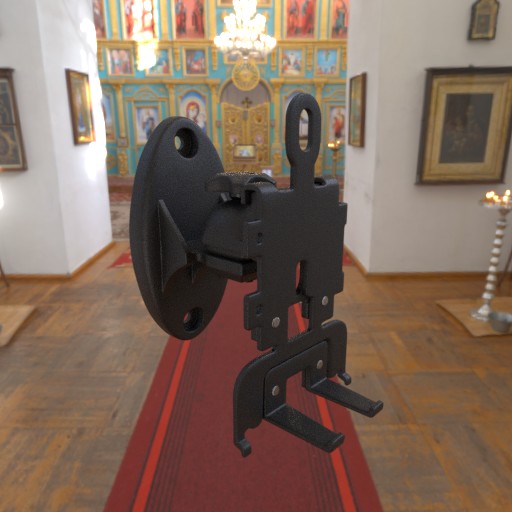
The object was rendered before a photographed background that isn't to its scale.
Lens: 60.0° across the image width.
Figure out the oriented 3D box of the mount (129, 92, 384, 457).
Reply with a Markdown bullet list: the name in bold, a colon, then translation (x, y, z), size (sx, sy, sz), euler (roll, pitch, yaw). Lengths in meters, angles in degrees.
- **mount**: translation (0.000, 0.000, 0.174), size (0.100, 0.118, 0.066), euler (14, 20, 42)
